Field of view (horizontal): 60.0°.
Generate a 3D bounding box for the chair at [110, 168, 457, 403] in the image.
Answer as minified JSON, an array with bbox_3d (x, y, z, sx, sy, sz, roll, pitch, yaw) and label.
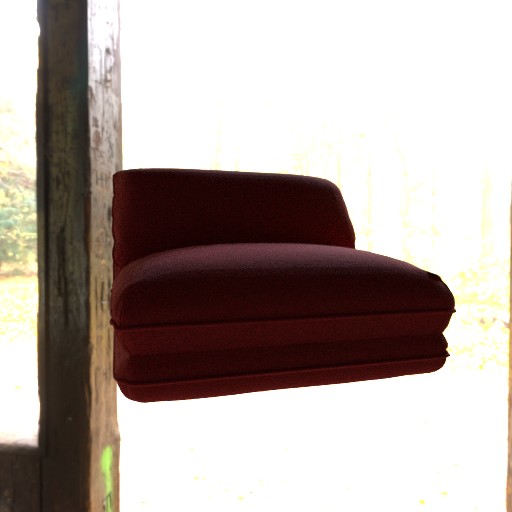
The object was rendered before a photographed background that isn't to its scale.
[{"bbox_3d":[0.000,0.000,1.306,0.820,0.580,0.780,0,2,-17],"label":"chair"}]
